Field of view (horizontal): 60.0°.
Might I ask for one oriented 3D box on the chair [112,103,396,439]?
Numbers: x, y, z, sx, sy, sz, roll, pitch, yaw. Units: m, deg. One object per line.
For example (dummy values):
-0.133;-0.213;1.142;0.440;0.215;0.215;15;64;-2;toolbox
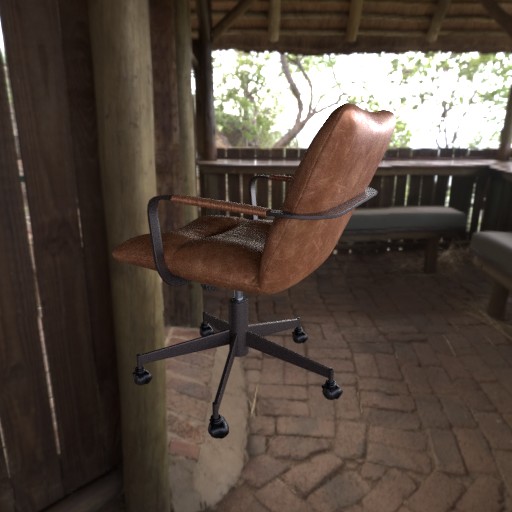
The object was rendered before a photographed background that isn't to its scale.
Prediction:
0.000;0.000;1.466;0.754;0.922;0.727;8;18;25;chair
